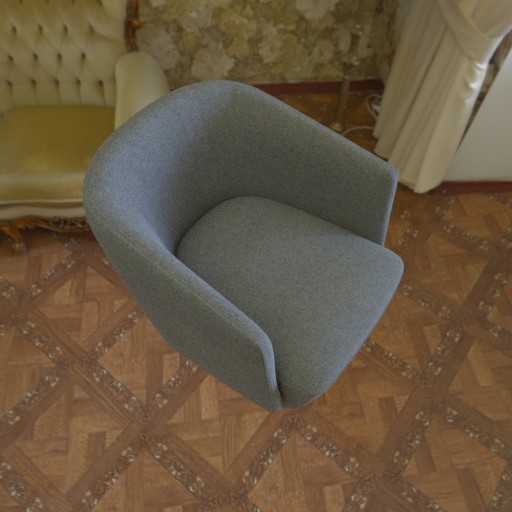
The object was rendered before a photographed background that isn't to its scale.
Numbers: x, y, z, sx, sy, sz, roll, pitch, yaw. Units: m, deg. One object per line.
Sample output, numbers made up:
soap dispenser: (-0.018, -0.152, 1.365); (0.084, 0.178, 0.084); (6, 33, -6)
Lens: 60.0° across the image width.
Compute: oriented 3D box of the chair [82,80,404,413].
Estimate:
chair: (0.000, 0.000, 1.655); (0.986, 0.861, 0.822); (32, 62, 20)
